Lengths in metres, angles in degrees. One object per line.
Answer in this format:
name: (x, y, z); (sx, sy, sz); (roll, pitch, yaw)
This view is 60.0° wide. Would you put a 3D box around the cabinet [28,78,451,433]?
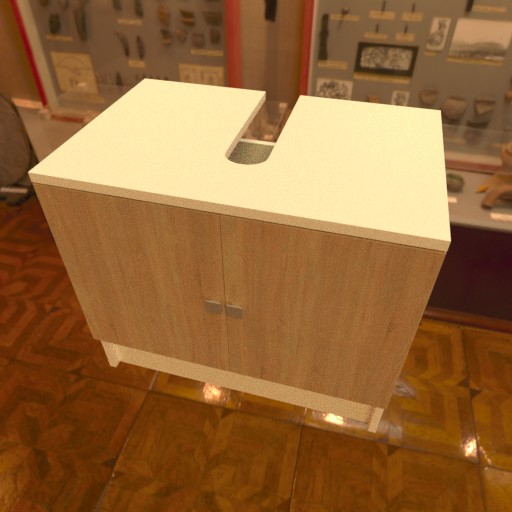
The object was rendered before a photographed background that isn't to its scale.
cabinet: (0.000, 0.000, 0.911); (0.600, 0.522, 0.400); (10, 43, 11)
